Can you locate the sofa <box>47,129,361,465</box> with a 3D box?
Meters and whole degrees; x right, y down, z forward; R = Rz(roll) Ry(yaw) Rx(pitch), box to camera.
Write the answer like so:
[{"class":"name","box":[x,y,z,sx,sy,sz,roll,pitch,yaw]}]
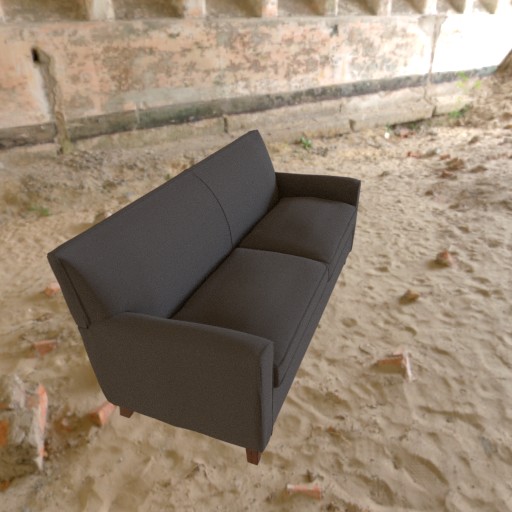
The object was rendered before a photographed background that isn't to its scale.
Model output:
[{"class":"sofa","box":[0.000,0.000,2.470,0.843,0.907,2.002,11,31,19]}]
